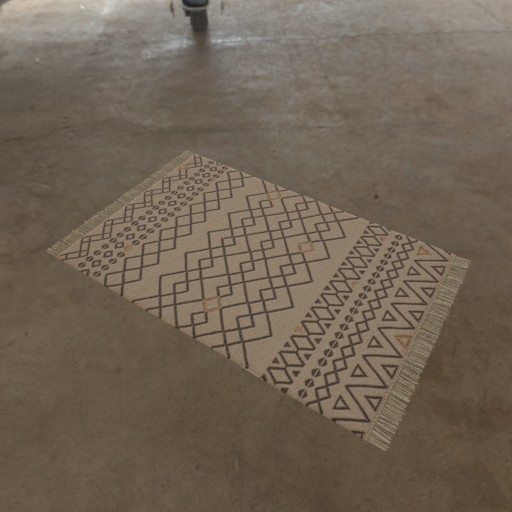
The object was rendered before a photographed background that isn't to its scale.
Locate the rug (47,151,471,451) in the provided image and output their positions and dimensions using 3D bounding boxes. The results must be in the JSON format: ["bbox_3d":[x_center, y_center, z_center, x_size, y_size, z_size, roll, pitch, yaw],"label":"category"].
[{"bbox_3d":[0.000,0.000,2.444,2.023,0.028,1.224,25,51,23],"label":"rug"}]
